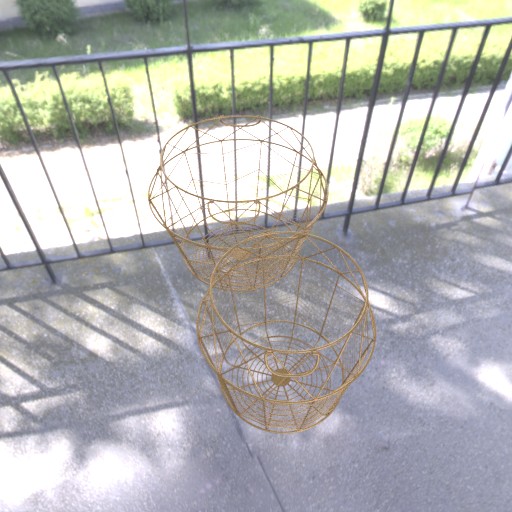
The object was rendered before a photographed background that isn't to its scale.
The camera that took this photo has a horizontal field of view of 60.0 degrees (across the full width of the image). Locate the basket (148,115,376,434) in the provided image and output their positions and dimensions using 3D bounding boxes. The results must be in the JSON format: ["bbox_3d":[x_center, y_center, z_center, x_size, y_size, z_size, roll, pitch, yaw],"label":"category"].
[{"bbox_3d":[0.000,0.000,1.049,0.451,0.343,0.805,-10,47,-10],"label":"basket"}]
